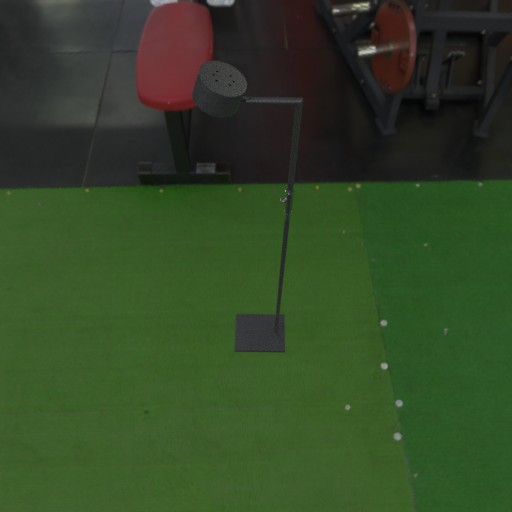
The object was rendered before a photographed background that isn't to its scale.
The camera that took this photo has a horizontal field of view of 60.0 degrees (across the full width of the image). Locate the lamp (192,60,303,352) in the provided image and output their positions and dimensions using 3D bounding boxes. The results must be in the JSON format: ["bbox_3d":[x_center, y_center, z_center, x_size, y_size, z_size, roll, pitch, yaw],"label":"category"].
[{"bbox_3d":[0.000,0.000,1.683,0.304,1.600,0.203,1,58,0],"label":"lamp"}]
